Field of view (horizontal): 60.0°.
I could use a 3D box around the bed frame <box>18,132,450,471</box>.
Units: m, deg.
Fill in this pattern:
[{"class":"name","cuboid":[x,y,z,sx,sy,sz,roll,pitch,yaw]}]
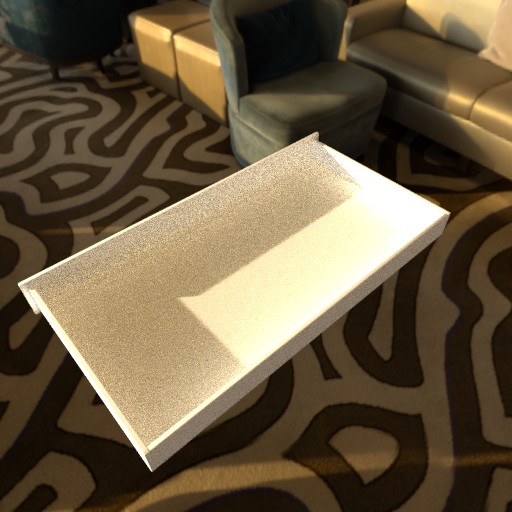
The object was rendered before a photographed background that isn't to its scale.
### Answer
[{"class":"bed frame","cuboid":[0.000,0.000,1.494,1.300,0.141,0.670,-33,54,-28]}]
